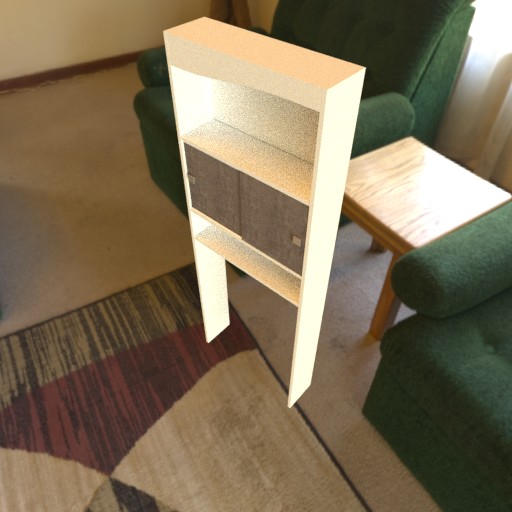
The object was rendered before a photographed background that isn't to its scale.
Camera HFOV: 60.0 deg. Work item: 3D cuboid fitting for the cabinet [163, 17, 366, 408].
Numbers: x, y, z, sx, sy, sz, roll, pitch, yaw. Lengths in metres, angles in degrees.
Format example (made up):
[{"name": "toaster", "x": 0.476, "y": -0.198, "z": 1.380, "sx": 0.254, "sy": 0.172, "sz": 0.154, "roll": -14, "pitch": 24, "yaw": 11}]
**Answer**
[{"name": "cabinet", "x": 0.000, "y": 0.000, "z": 1.957, "sx": 0.643, "sy": 1.770, "sz": 0.192, "roll": 32, "pitch": 53, "yaw": 28}]
